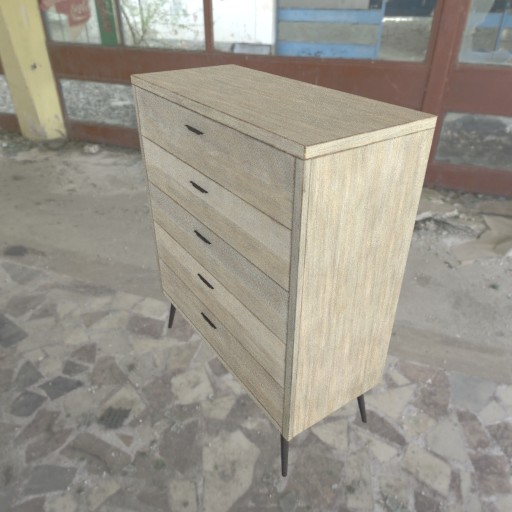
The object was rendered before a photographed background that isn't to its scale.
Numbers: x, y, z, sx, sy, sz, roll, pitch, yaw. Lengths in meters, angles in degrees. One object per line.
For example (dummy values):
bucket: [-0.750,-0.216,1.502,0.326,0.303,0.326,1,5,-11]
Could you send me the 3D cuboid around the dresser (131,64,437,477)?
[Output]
dresser: [0.000,0.000,1.720,0.457,1.219,1.016,-20,37,-29]
